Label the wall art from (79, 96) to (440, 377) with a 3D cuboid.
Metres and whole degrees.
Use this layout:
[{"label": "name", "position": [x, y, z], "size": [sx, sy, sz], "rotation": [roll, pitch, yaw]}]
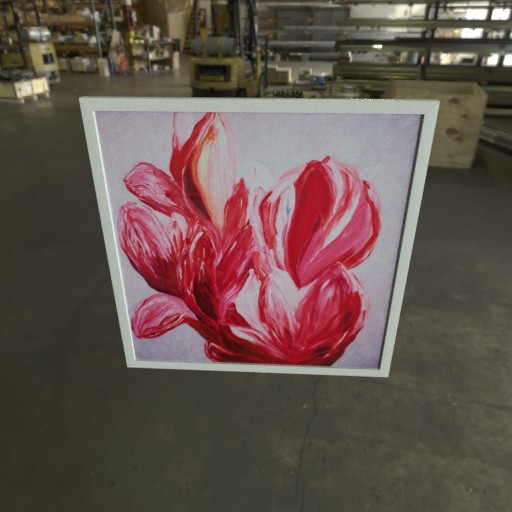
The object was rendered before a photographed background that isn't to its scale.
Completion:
[{"label": "wall art", "position": [0.000, 0.000, 1.187], "size": [0.805, 0.803, 0.022], "rotation": [1, 28, 3]}]
